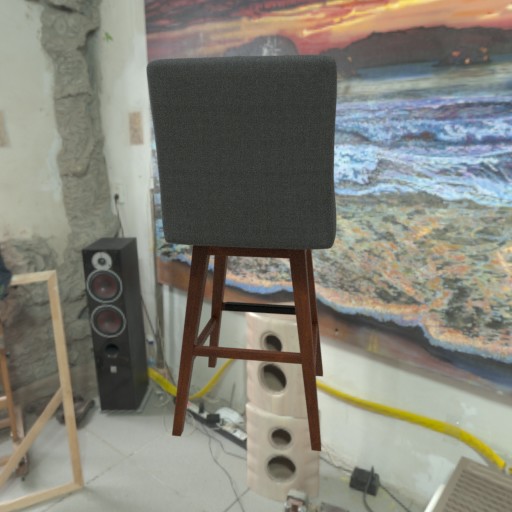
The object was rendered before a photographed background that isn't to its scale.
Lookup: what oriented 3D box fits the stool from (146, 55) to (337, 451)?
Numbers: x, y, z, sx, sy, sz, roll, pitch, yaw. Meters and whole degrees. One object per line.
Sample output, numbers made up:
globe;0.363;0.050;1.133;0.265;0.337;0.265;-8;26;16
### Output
stool;0.000;0.000;1.265;0.447;0.977;0.524;2;15;9
